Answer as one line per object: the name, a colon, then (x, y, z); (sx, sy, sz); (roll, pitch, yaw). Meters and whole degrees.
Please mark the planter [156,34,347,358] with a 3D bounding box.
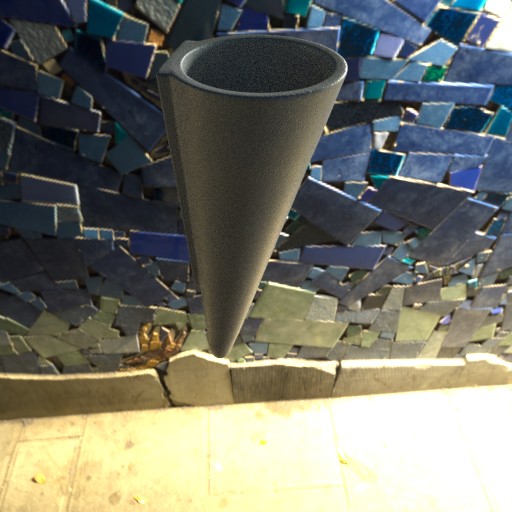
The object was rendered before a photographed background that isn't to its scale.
planter: (0.000, 0.000, 0.223); (0.064, 0.191, 0.057); (8, 45, 8)
